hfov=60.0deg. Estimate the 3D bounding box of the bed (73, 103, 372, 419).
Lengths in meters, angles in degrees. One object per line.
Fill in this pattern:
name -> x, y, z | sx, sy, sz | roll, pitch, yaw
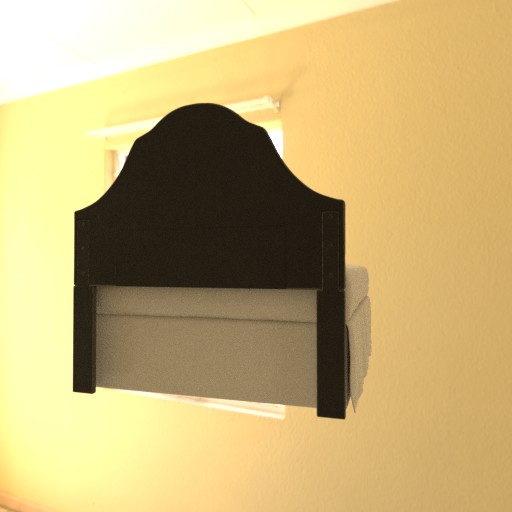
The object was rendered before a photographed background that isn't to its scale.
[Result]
bed -> 0.000, 0.000, 3.335 | 1.636, 1.575, 2.155 | 0, -1, 17
